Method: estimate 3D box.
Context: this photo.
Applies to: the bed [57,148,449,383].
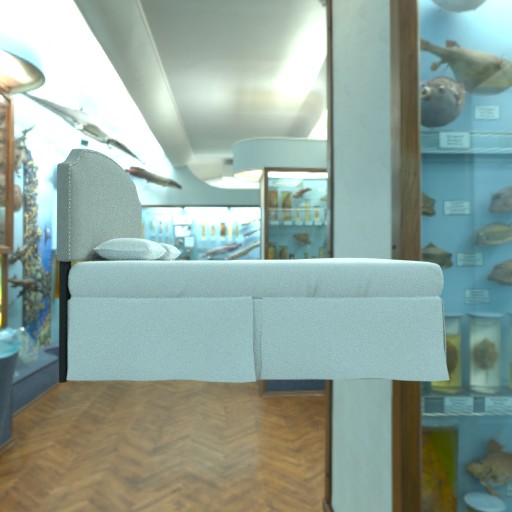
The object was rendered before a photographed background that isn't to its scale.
[{"bbox_3d":[0.000,0.000,2.950,1.999,1.270,1.558,0,-1,-1],"label":"bed"}]
